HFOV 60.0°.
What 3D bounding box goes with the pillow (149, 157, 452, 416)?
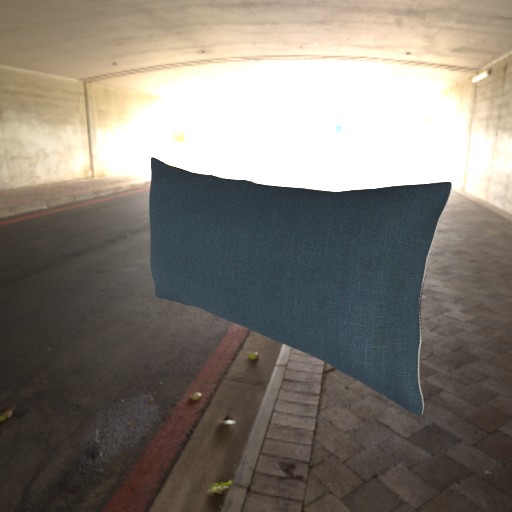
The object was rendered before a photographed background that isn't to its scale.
[{"bbox_3d":[0.000,0.000,0.732,0.609,0.305,0.151,14,20,43],"label":"pillow"}]
